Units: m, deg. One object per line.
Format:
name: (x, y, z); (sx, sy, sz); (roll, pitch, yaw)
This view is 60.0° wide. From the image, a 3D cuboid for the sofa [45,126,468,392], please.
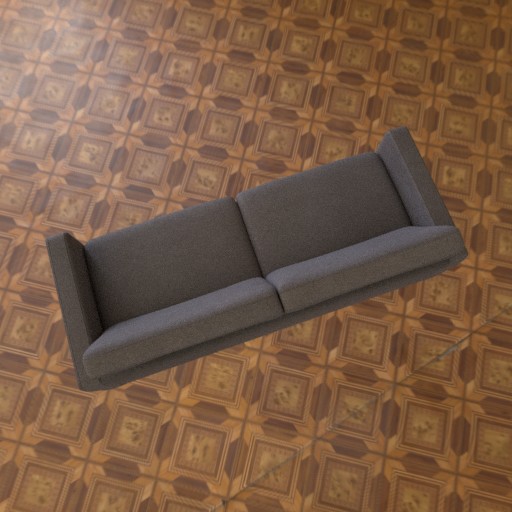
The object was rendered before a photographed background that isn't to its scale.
sofa: (0.000, 0.000, 2.296); (1.925, 0.828, 0.774); (-18, 75, -5)
